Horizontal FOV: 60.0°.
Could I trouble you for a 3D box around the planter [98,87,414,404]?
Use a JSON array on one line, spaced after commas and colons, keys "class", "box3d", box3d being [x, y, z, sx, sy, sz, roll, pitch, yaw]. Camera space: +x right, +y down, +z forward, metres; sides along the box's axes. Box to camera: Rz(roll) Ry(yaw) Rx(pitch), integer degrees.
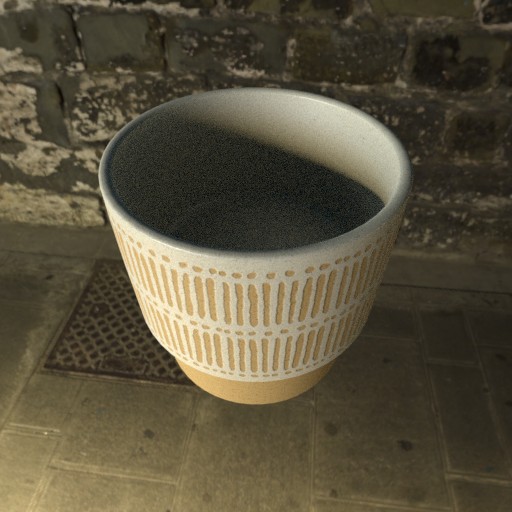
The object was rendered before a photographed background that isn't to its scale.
[{"class": "planter", "box3d": [0.000, 0.000, 0.563, 0.317, 0.303, 0.317, 0, 44, 0]}]
